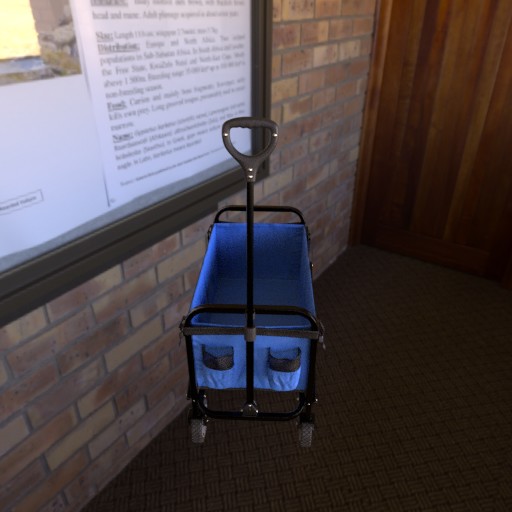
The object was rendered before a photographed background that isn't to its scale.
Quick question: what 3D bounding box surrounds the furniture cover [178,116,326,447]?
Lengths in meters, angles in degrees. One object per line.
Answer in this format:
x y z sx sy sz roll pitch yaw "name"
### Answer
0.000 0.000 1.835 0.532 1.295 1.038 1 30 2 "furniture cover"
